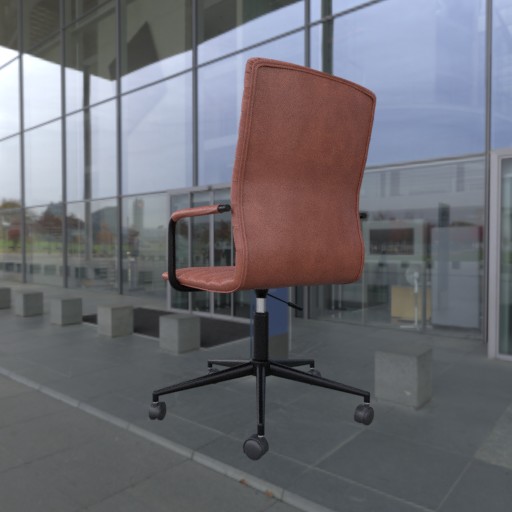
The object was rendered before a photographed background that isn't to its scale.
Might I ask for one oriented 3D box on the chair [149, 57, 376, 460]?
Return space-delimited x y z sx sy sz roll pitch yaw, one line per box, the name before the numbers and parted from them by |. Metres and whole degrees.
chair | 0.000 0.000 1.281 0.600 0.878 0.578 -1 2 -35
